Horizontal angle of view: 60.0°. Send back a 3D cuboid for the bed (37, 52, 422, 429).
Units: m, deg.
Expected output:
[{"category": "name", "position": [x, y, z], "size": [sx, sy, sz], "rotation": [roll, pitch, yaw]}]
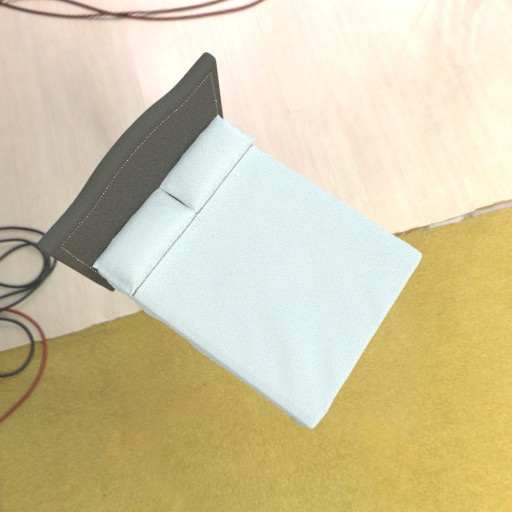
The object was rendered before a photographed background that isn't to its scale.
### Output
[{"category": "bed", "position": [0.000, 0.000, 3.198], "size": [2.036, 1.387, 1.666], "rotation": [34, 77, 9]}]
